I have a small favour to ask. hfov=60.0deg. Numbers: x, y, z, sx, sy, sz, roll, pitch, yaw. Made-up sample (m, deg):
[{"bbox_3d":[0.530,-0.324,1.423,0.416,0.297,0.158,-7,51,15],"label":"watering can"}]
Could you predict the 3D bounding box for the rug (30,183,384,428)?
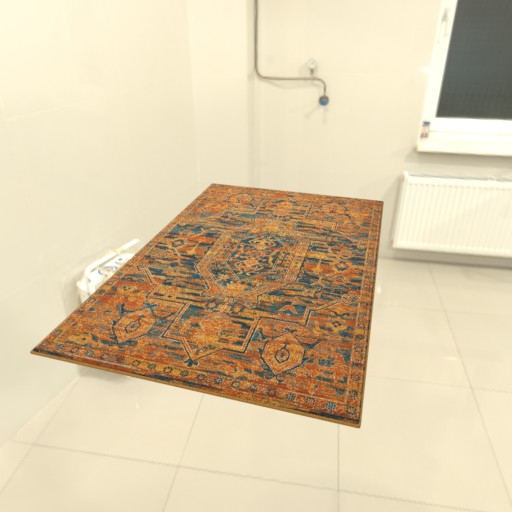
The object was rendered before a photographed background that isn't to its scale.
[{"bbox_3d":[0.000,0.000,1.051,0.557,0.008,0.863,8,30,14],"label":"rug"}]
